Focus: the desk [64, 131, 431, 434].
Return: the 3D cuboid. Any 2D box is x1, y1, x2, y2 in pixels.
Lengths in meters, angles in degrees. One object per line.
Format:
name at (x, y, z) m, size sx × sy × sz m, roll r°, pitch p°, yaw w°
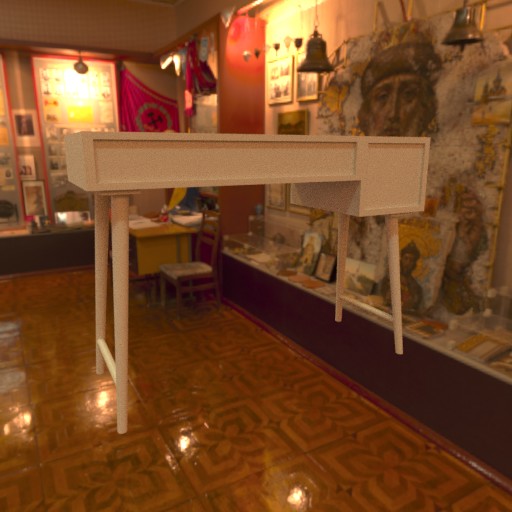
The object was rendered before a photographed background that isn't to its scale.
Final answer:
desk at (0.000, 0.000, 1.464) m, size 1.069 × 0.761 × 0.409 m, roll -7°, pitch 15°, yaw -27°
